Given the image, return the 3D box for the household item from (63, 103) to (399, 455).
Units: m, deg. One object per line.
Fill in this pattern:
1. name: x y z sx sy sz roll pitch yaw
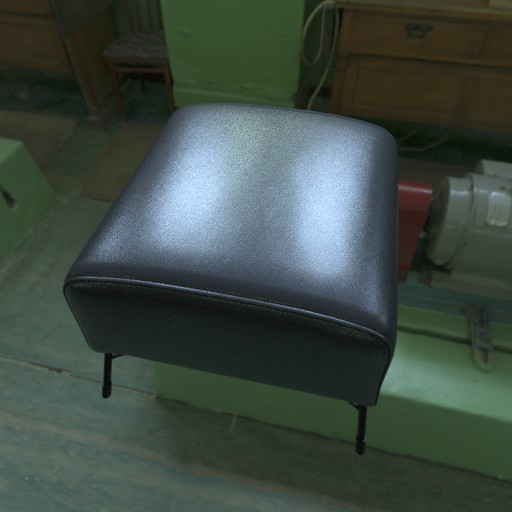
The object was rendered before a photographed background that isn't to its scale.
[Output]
1. household item: 0.000 0.000 0.883 0.530 0.410 0.530 9 48 8
